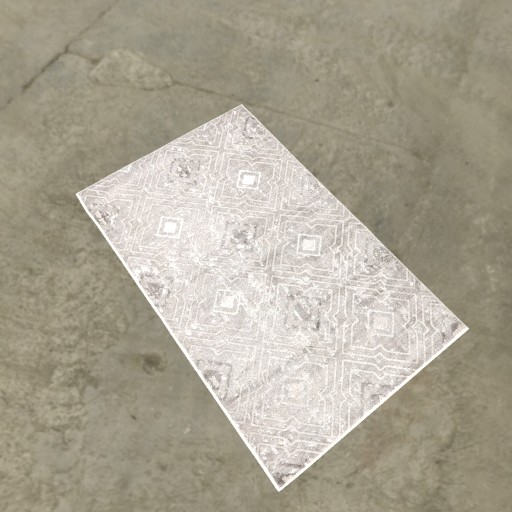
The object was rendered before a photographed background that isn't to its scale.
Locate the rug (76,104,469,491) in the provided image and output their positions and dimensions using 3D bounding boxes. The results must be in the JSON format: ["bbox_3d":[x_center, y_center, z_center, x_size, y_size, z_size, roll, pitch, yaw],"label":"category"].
[{"bbox_3d":[0.000,0.000,3.047,1.537,0.036,2.447,-33,67,-16],"label":"rug"}]
